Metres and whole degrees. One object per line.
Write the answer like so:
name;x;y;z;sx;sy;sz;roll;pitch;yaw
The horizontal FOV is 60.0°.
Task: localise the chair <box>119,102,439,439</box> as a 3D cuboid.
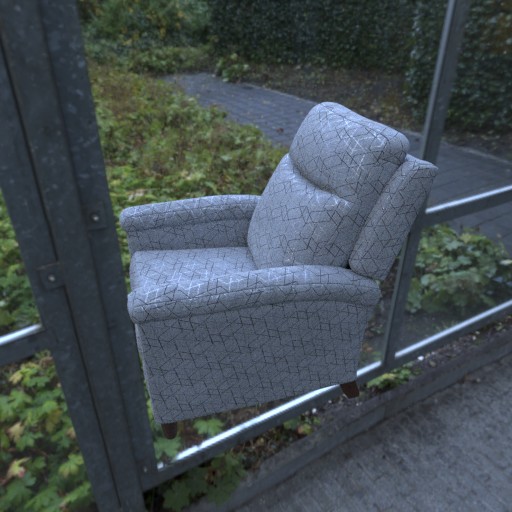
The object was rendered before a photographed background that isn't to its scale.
chair;0.000;0.000;1.737;0.987;1.048;0.753;-9;32;-15
